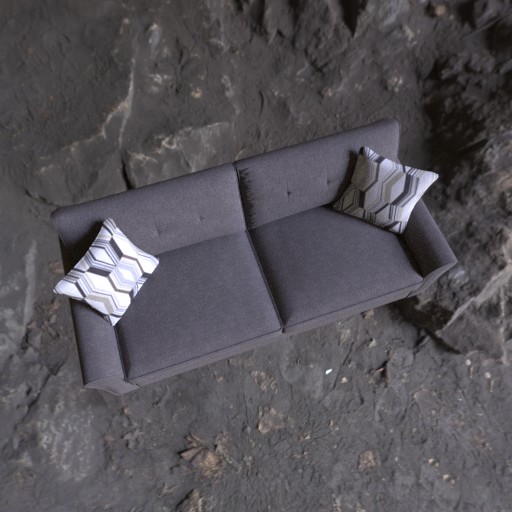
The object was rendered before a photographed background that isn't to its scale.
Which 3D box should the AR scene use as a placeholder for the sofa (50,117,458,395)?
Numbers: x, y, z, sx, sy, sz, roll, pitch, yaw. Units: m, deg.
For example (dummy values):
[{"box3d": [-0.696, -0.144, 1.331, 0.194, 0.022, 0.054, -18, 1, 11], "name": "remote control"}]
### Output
[{"box3d": [0.000, 0.000, 2.494, 2.032, 0.813, 0.889, -17, 66, -8], "name": "sofa"}]
